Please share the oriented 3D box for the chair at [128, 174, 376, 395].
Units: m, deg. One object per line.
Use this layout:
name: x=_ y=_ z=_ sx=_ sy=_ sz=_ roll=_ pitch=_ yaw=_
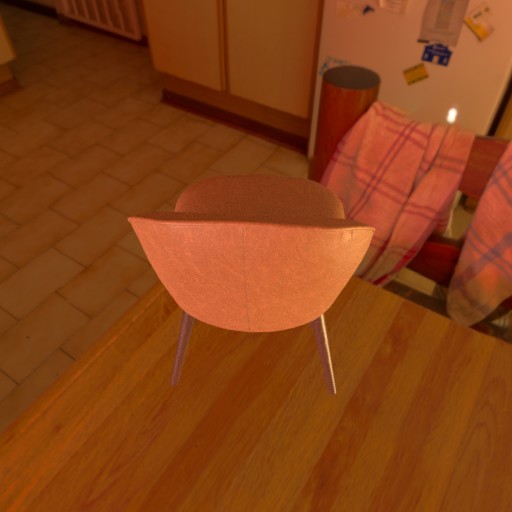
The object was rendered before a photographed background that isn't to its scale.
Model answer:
chair: x=0.000 y=0.000 z=1.200 sx=0.521 sy=0.831 sz=0.631 roll=2 pitch=48 yaw=2
